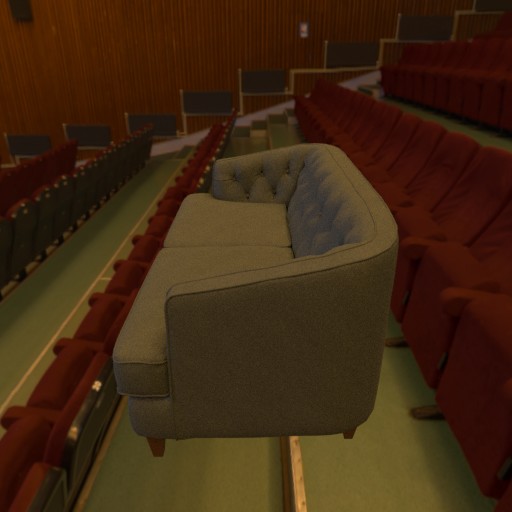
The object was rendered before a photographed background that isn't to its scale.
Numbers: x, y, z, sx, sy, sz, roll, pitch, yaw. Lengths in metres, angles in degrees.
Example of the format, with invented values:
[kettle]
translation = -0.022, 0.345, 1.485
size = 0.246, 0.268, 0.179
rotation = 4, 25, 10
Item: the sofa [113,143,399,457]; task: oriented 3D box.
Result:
[sofa]
translation = 0.000, 0.000, 2.158
size = 0.941, 0.855, 1.733
rotation = 0, 25, 0
